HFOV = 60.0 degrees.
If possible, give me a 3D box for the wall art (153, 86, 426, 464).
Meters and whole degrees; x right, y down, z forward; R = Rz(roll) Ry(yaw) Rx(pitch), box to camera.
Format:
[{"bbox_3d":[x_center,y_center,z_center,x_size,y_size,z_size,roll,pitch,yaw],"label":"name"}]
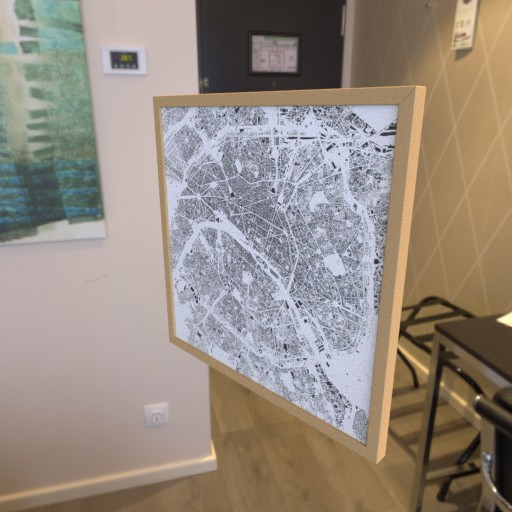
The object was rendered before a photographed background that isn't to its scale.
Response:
[{"bbox_3d":[0.000,0.000,1.099,0.761,0.761,0.037,17,25,42],"label":"wall art"}]
